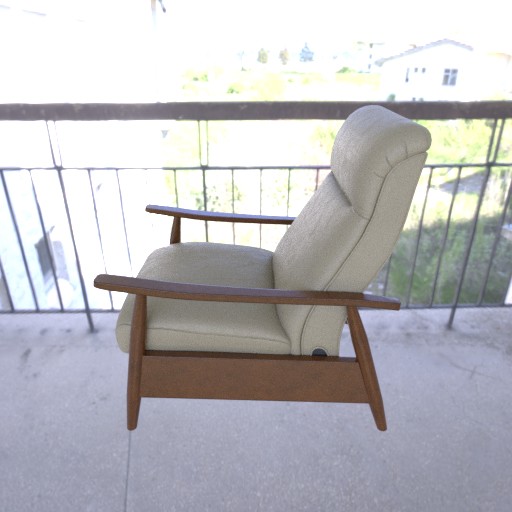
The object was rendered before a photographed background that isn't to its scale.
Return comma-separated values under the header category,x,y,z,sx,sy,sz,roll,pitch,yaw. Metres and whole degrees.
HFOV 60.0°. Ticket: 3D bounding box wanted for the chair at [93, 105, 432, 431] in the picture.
category,x,y,z,sx,sy,sz,roll,pitch,yaw
chair,0.000,0.000,1.742,1.014,1.082,0.762,0,25,0
